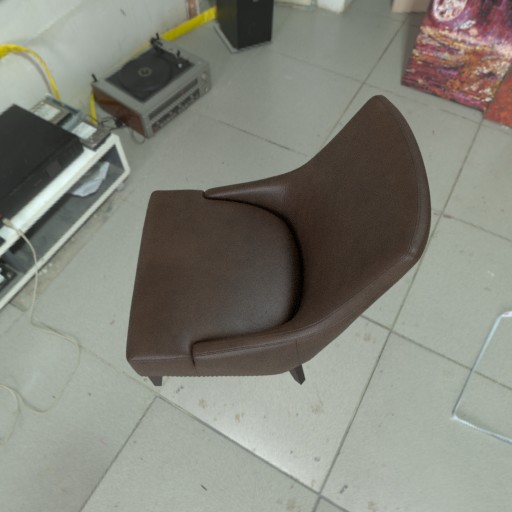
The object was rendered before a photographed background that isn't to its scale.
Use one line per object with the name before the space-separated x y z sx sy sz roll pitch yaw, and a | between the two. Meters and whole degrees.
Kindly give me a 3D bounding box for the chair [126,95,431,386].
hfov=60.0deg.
chair | 0.000 0.000 1.499 0.861 0.909 0.701 0 59 0
